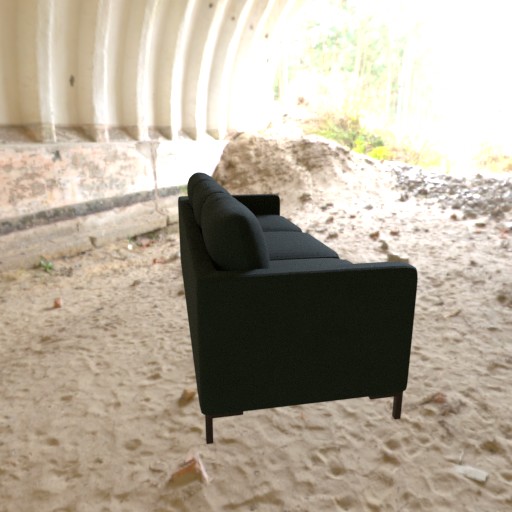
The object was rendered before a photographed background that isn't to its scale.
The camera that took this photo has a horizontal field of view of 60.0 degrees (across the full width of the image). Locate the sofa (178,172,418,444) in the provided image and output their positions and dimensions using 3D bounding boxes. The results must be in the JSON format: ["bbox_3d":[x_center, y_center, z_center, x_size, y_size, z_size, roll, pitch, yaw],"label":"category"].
[{"bbox_3d":[0.000,0.000,2.684,0.859,0.870,2.218,-3,15,-11],"label":"sofa"}]
